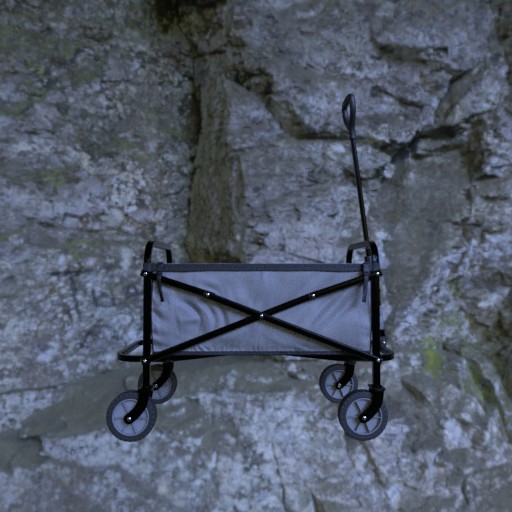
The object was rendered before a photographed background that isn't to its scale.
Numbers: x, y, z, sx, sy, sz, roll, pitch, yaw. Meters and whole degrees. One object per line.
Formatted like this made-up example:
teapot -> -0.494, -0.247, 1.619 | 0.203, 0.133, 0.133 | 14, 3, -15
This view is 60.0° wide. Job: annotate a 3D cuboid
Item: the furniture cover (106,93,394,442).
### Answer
furniture cover -> 0.000, 0.000, 1.780 | 1.038, 1.295, 0.532 | 0, -2, -1
